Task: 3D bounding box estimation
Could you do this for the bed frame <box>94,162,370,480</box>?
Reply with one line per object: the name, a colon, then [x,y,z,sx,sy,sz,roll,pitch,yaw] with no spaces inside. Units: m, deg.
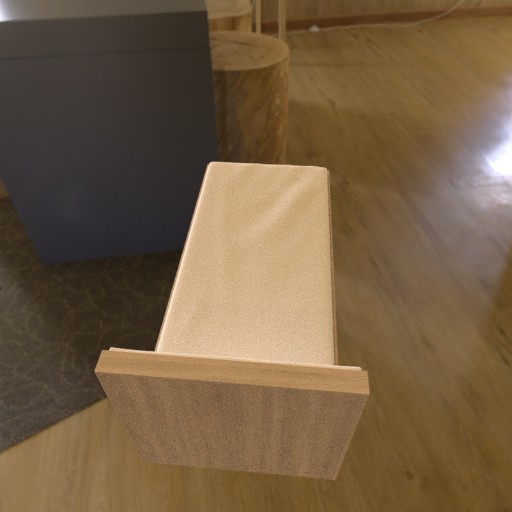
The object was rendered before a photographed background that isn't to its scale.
bed frame: [0.000,0.000,2.651,0.990,0.920,2.140,4,46,4]
